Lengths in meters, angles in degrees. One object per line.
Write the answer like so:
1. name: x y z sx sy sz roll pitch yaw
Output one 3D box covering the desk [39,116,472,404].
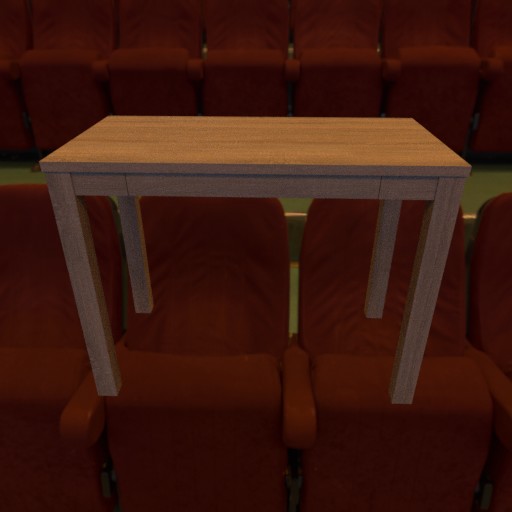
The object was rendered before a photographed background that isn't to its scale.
1. desk: 0.000 0.000 1.416 0.991 0.762 0.495 1 29 2
